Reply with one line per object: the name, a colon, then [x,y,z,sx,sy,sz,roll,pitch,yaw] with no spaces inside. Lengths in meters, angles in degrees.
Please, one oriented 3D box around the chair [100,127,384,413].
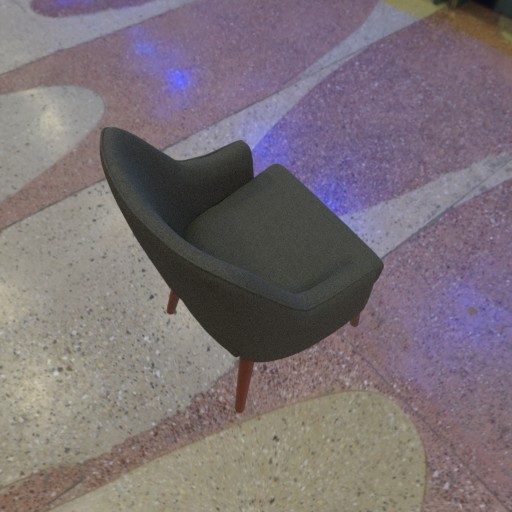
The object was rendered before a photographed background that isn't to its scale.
chair: [0.000,0.000,1.183,0.560,0.838,0.559,-32,63,-19]
